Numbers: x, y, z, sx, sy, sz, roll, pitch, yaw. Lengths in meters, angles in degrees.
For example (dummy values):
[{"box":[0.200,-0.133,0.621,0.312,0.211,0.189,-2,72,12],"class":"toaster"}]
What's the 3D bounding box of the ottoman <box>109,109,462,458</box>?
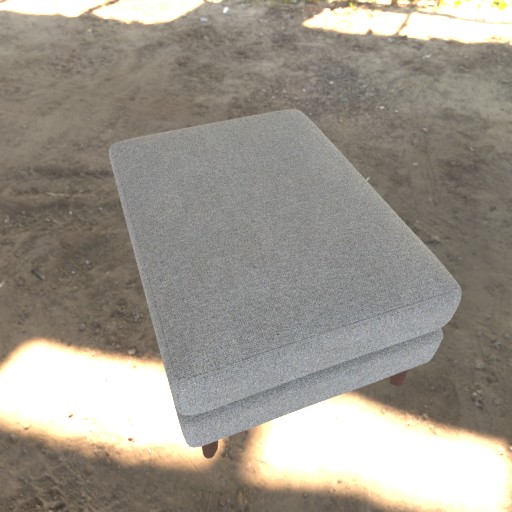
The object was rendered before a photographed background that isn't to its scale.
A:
[{"box":[0.000,0.000,1.196,0.611,0.441,0.821,-15,48,-14],"class":"ottoman"}]
